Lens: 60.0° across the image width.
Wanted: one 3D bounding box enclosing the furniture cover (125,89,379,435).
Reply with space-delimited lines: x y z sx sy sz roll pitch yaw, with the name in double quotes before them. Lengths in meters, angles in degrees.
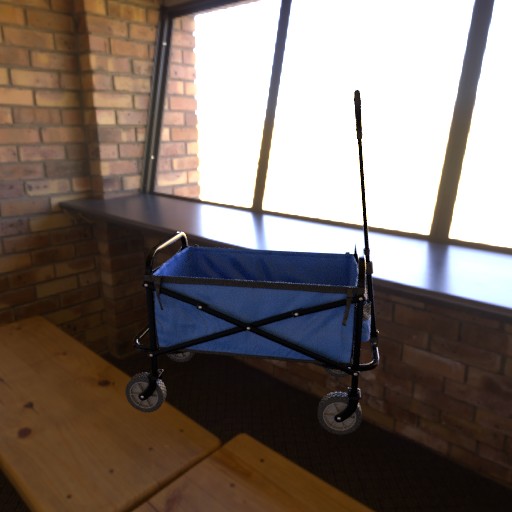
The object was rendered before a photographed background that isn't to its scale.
"furniture cover" 0.000 0.000 1.848 1.038 1.295 0.532 3 16 10
